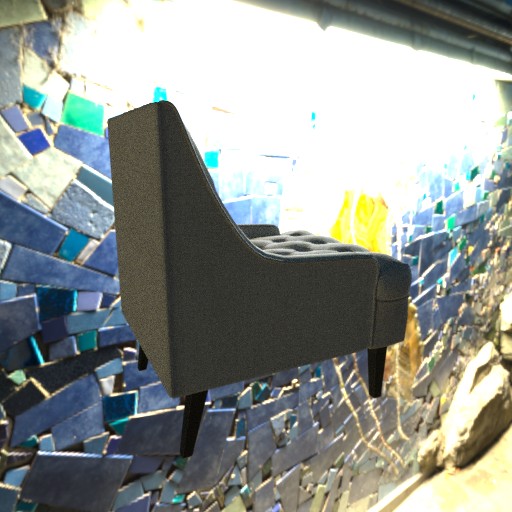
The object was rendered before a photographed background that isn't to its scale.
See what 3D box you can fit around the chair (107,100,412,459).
[{"bbox_3d":[0.000,0.000,1.435,0.772,0.891,0.658,-7,15,-26],"label":"chair"}]
